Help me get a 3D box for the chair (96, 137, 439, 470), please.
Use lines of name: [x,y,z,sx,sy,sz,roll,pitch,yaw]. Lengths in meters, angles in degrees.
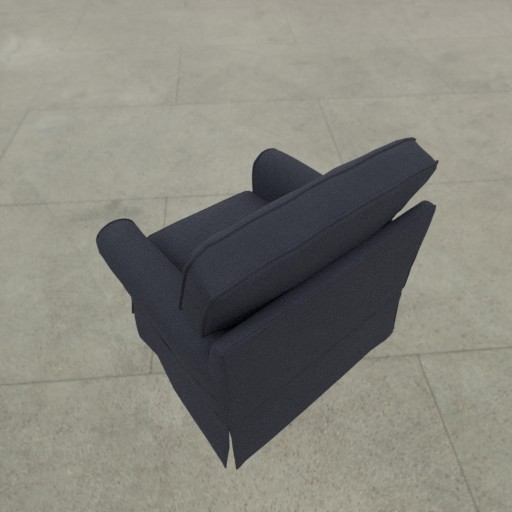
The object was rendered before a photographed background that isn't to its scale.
chair: [0.000,0.000,1.967,1.119,1.140,1.002,-31,53,-27]
